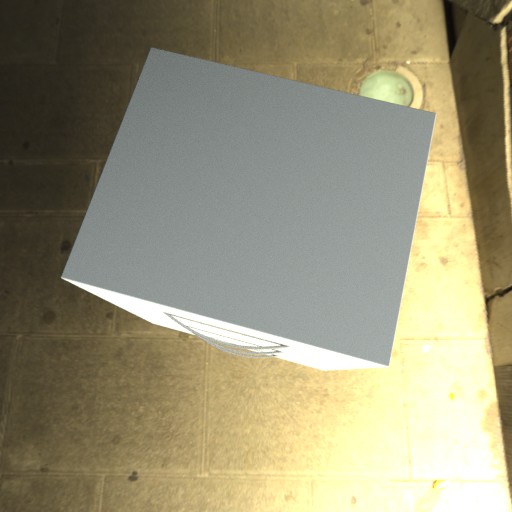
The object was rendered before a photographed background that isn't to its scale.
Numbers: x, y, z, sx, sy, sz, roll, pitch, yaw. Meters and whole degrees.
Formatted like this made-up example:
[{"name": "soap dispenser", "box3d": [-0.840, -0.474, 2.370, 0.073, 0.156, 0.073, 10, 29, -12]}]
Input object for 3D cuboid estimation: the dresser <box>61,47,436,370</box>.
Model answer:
[{"name": "dresser", "box3d": [0.000, 0.000, 0.827, 0.400, 0.560, 0.360, 15, 76, 4]}]
